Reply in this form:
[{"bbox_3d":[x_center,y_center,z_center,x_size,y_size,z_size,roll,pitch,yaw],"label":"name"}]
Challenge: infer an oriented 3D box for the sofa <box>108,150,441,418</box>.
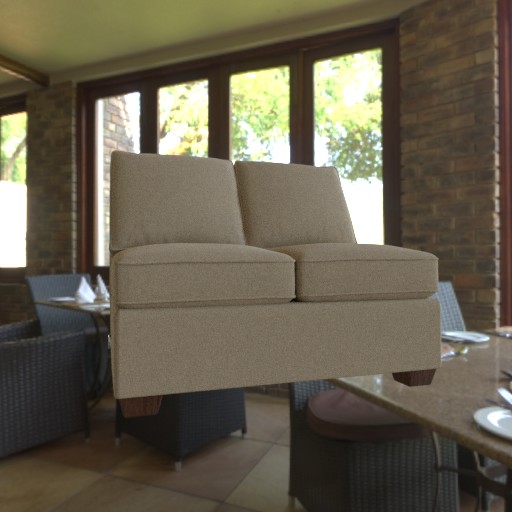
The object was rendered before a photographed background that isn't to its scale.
[{"bbox_3d":[0.000,0.000,1.959,1.237,1.008,0.951,0,-1,-19],"label":"sofa"}]
